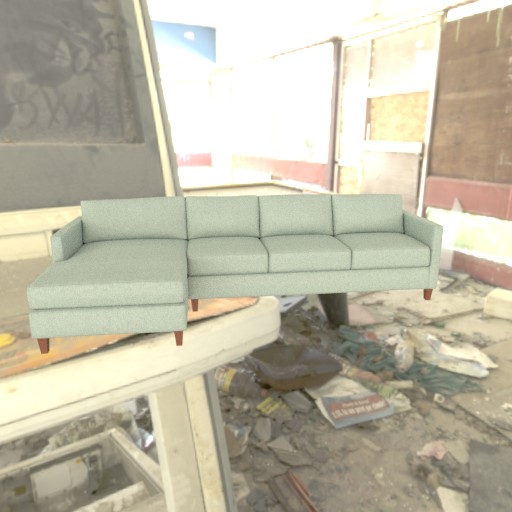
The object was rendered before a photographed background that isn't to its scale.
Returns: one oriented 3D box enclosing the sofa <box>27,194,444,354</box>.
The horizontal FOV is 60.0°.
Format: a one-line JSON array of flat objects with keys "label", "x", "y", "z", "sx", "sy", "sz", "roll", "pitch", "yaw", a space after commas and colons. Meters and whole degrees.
[{"label": "sofa", "x": 0.000, "y": 0.000, "z": 4.044, "sx": 3.470, "sy": 0.953, "sz": 1.600, "roll": -2, "pitch": 16, "yaw": -7}]
